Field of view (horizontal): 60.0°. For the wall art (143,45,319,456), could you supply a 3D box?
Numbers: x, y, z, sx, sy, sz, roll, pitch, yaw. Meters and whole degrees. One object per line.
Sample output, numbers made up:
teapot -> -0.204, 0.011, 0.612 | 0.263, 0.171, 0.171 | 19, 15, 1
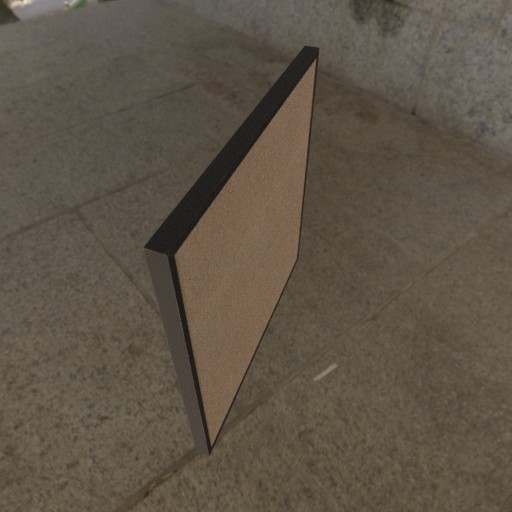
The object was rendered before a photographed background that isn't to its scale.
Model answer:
wall art -> 0.000, 0.000, 1.131 | 0.038, 0.762, 0.762 | 16, 48, 15
